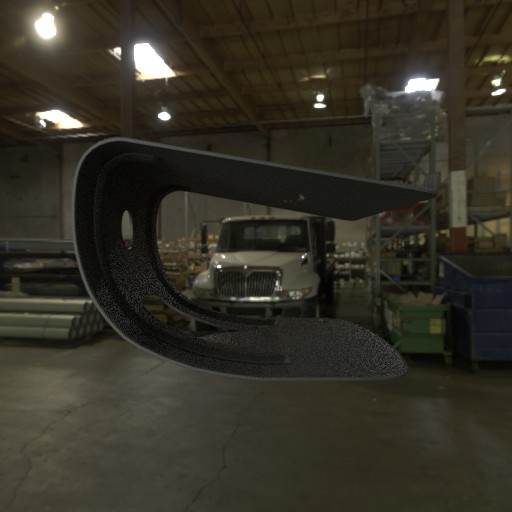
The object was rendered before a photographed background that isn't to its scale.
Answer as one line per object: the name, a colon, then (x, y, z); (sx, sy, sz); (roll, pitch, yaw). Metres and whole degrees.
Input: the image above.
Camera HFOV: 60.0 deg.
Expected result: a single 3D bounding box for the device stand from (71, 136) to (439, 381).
device stand: (0.000, 0.000, 0.400); (0.236, 0.155, 0.256); (0, 1, 0)
